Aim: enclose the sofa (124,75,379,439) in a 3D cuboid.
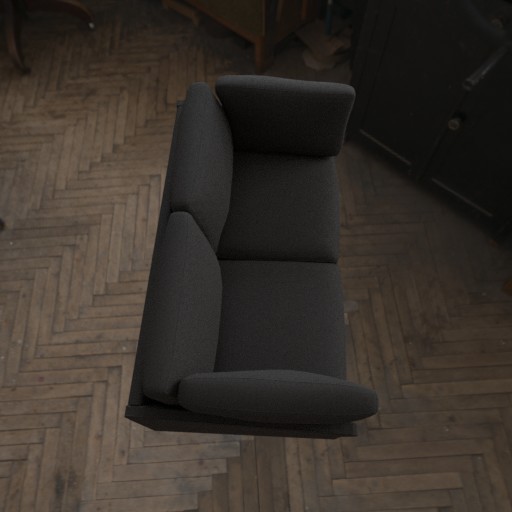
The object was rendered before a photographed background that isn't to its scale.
[{"bbox_3d":[0.000,0.000,2.319,0.969,0.920,1.751,2,64,1],"label":"sofa"}]
